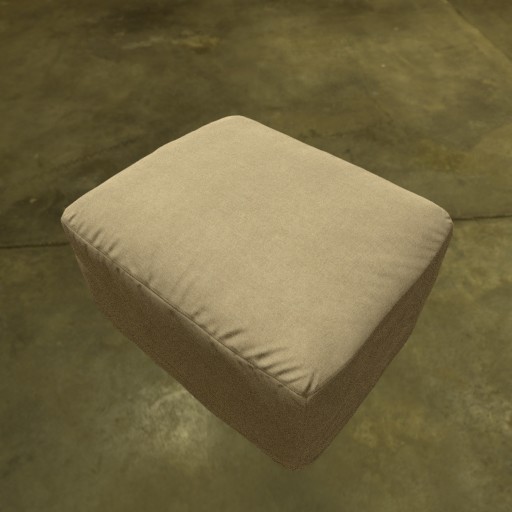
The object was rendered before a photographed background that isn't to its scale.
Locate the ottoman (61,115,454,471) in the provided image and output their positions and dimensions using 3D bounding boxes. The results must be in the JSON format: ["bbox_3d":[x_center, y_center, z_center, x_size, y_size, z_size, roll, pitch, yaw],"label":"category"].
[{"bbox_3d":[0.000,0.000,1.221,0.837,0.481,0.683,32,54,27],"label":"ottoman"}]
